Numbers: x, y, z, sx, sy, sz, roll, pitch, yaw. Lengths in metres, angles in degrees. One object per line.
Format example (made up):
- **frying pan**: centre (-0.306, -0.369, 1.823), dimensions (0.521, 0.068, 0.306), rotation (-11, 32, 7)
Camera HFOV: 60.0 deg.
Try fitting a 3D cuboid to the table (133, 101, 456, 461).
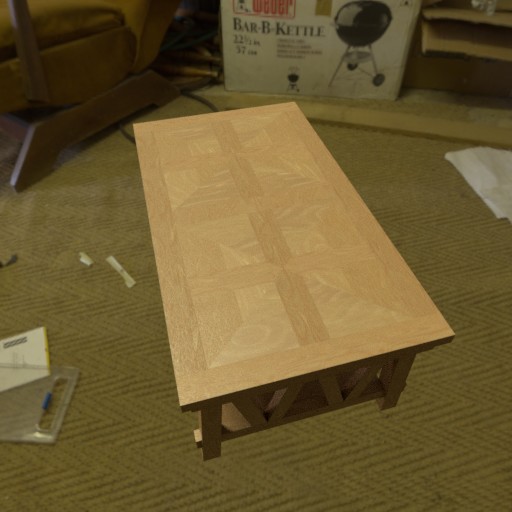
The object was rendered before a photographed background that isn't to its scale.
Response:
- **table**: centre (0.000, 0.000, 1.676), dimensions (0.711, 0.507, 1.270), rotation (-11, 48, -11)
